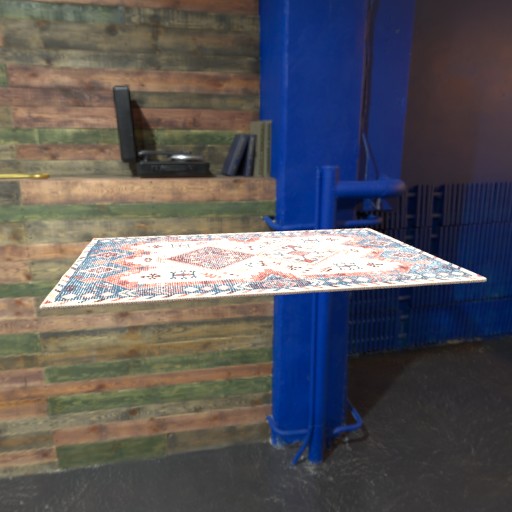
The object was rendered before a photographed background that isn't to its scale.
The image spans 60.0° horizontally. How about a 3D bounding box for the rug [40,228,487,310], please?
[{"bbox_3d":[0.000,0.000,2.349,1.840,0.015,1.225,-3,14,-10],"label":"rug"}]
